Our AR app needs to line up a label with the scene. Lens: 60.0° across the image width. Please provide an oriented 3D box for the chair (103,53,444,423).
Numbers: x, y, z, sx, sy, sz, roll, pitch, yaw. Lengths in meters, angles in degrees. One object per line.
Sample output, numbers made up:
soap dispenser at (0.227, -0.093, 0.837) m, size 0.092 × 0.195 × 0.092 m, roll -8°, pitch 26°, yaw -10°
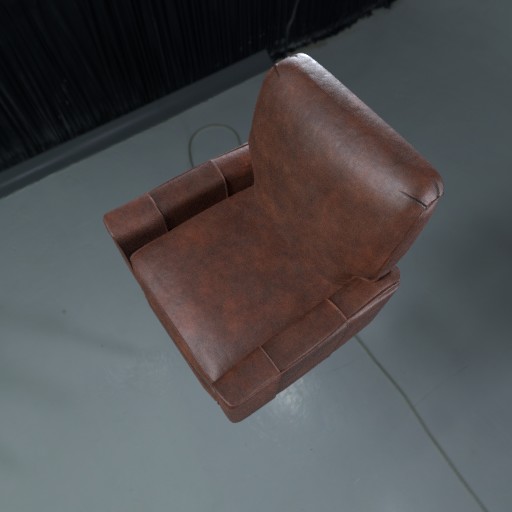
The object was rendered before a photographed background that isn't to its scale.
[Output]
chair at (0.000, 0.000, 1.657) m, size 0.836 × 1.043 × 0.843 m, roll -33°, pitch 68°, yaw -15°
